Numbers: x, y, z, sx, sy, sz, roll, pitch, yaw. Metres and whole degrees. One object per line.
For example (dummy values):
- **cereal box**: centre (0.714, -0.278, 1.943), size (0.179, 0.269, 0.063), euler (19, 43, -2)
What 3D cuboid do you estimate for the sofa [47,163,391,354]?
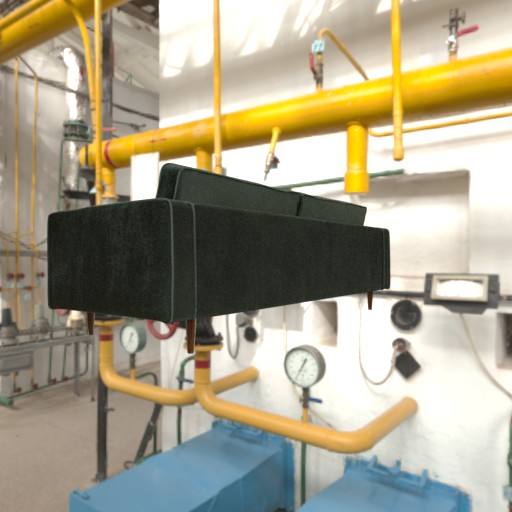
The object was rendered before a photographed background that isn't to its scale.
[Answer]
- **sofa**: centre (0.000, 0.000, 2.709), size (0.886, 0.781, 2.214), euler (0, 0, 37)
